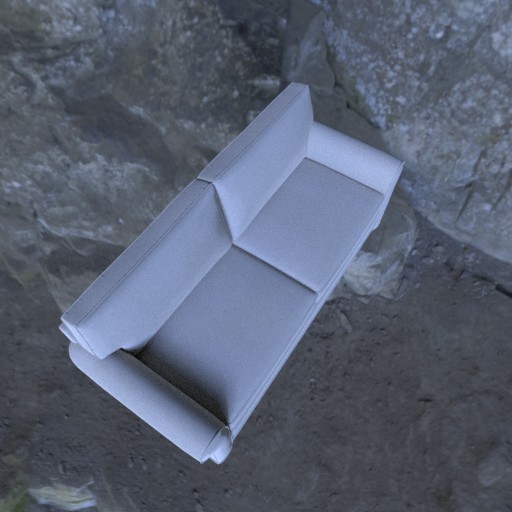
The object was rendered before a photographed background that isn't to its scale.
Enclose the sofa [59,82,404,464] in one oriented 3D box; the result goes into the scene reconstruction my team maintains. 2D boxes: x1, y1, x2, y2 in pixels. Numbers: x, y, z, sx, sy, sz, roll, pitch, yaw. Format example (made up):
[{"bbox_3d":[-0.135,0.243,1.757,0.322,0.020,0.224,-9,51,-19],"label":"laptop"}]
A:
[{"bbox_3d":[0.000,0.000,2.618,0.901,0.962,2.146,30,63,17],"label":"sofa"}]
